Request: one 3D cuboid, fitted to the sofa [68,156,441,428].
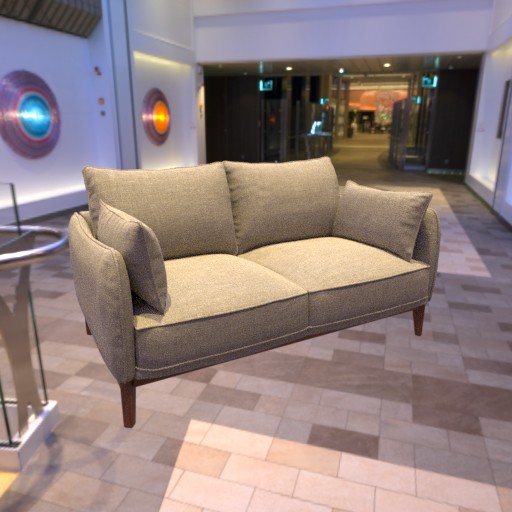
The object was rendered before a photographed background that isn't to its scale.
[{"bbox_3d":[0.000,0.000,2.123,1.580,0.851,0.972,-9,19,-27],"label":"sofa"}]
